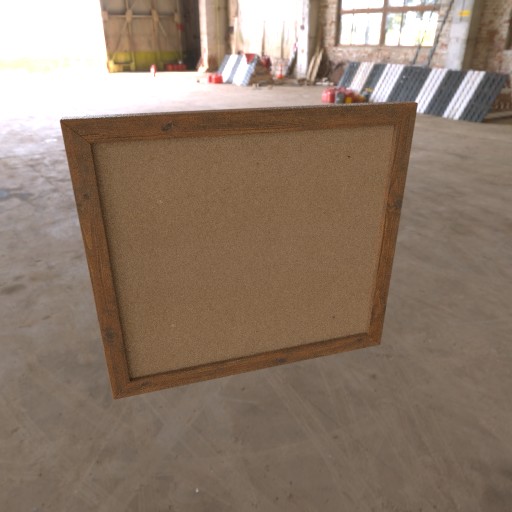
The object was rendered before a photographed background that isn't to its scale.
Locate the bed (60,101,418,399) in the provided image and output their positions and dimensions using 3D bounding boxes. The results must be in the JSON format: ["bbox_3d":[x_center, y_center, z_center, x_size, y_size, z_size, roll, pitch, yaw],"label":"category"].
[{"bbox_3d":[0.000,0.000,1.480,1.046,0.942,0.046,-8,28,-15],"label":"bed"}]
